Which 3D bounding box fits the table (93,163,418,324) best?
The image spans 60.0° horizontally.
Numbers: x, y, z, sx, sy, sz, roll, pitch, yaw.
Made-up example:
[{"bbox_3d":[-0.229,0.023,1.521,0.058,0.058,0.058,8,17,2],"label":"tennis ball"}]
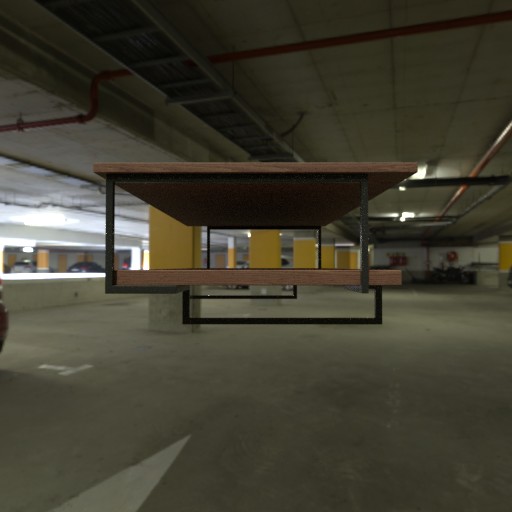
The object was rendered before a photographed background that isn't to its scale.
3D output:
[{"bbox_3d":[0.000,0.000,1.482,0.651,0.347,1.197,0,-1,0],"label":"table"}]
